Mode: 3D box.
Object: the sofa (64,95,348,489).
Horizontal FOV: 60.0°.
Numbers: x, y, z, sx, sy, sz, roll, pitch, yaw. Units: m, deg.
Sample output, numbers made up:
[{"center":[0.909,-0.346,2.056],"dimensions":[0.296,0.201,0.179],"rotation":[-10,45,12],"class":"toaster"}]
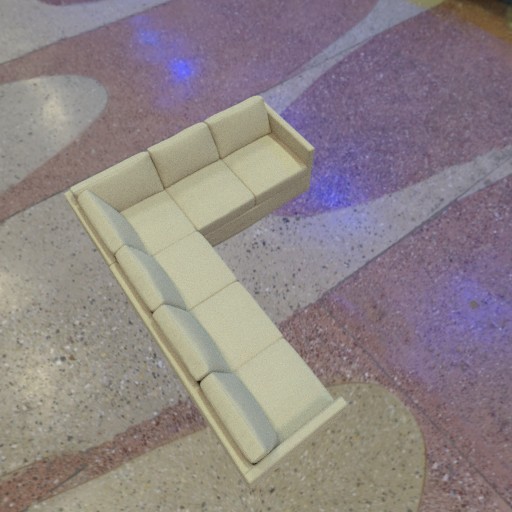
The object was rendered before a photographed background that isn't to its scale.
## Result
[{"center":[0.000,0.000,4.291],"dimensions":[2.432,0.871,3.182],"rotation":[-32,64,-18],"class":"sofa"}]
